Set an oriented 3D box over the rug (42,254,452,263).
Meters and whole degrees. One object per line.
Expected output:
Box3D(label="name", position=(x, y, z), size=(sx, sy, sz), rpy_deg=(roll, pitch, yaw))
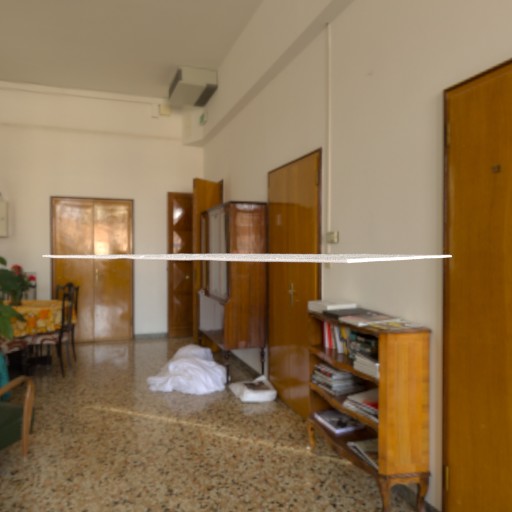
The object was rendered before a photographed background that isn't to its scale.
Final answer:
Box3D(label="rug", position=(0.000, 0.000, 0.906), size=(0.639, 0.006, 0.548), rpy_deg=(1, 1, 35))
